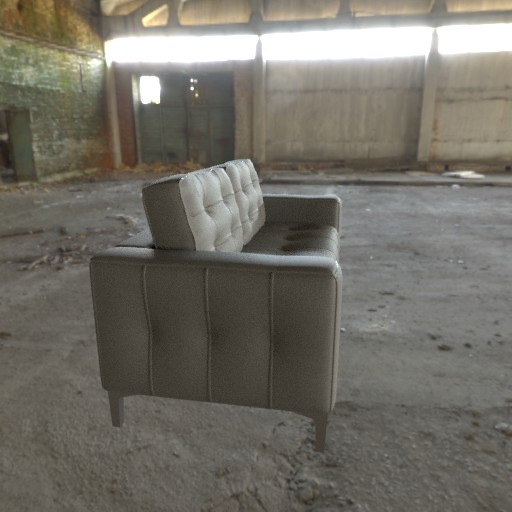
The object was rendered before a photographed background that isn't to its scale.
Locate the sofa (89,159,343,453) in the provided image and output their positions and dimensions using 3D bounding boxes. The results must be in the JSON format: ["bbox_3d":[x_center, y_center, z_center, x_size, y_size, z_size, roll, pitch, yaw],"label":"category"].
[{"bbox_3d":[0.000,0.000,2.221,0.833,0.893,1.726,3,16,10],"label":"sofa"}]
